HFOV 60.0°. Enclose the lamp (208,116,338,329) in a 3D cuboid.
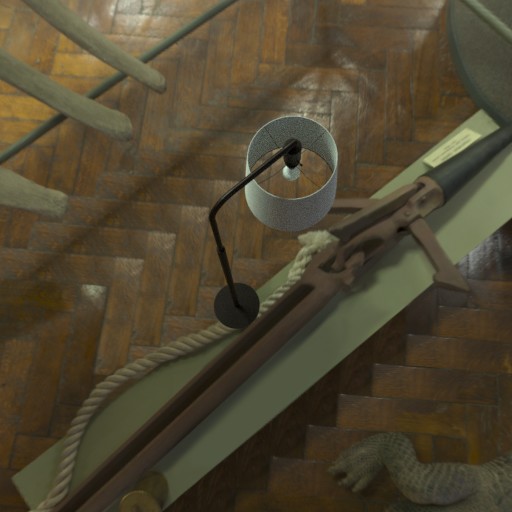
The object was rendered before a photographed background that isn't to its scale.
[{"bbox_3d":[0.000,0.000,1.678,0.508,1.478,0.254,-38,79,-9],"label":"lamp"}]
